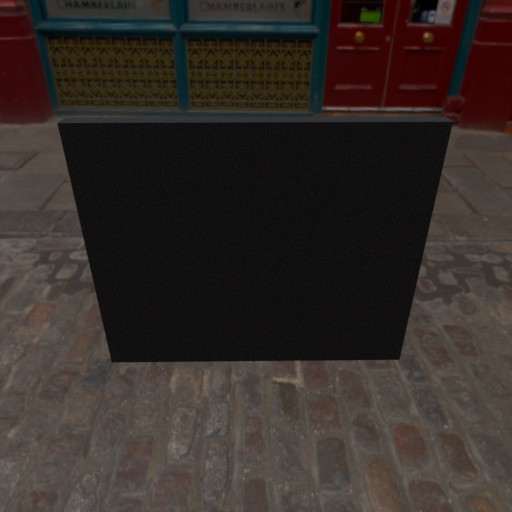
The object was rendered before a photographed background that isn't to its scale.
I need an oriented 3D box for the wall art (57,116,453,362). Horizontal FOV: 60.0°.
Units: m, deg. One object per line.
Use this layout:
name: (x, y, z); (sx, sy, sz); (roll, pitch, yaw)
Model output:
wall art: (0.000, 0.000, 0.755); (0.558, 0.457, 0.031); (0, 31, -1)
